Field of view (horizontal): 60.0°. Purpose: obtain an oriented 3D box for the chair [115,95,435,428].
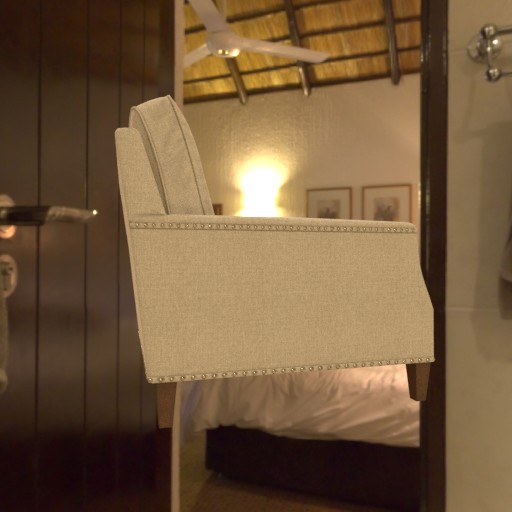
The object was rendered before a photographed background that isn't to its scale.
[{"bbox_3d":[0.000,0.000,1.697,1.014,0.943,0.853,0,-1,-16],"label":"chair"}]
